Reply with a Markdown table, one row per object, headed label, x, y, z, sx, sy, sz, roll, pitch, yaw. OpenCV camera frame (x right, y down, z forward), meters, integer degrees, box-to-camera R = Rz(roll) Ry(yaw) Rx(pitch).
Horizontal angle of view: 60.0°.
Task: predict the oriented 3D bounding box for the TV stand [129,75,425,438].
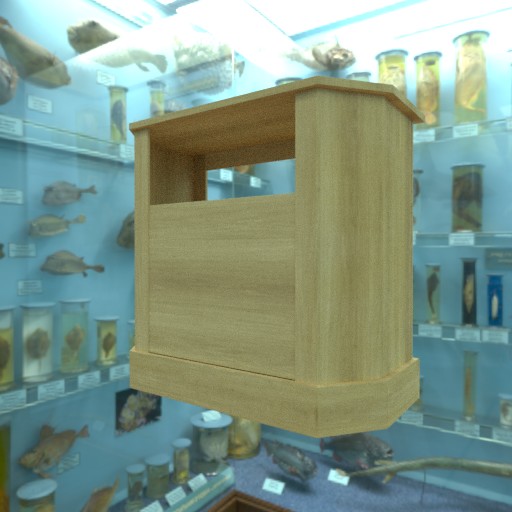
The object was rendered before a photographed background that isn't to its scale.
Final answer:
| label | x | y | z | sx | sy | sz | roll | pitch | yaw |
| --- | --- | --- | --- | --- | --- | --- | --- | --- | --- |
| TV stand | 0.000 | 0.000 | 1.306 | 0.851 | 0.781 | 0.425 | 0 | 1 | 35 |
